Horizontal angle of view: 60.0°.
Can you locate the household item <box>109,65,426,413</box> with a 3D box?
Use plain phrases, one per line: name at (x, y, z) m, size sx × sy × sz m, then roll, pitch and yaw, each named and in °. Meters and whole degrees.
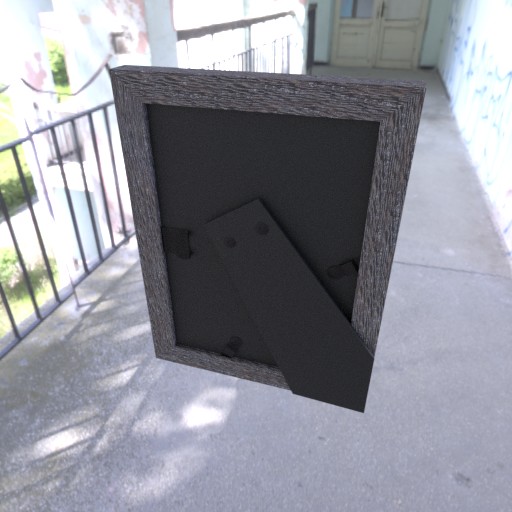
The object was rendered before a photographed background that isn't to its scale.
household item at (0.000, 0.000, 0.274) m, size 0.160 × 0.210 × 0.020 m, roll 9°, pitch 33°, yaw 15°
